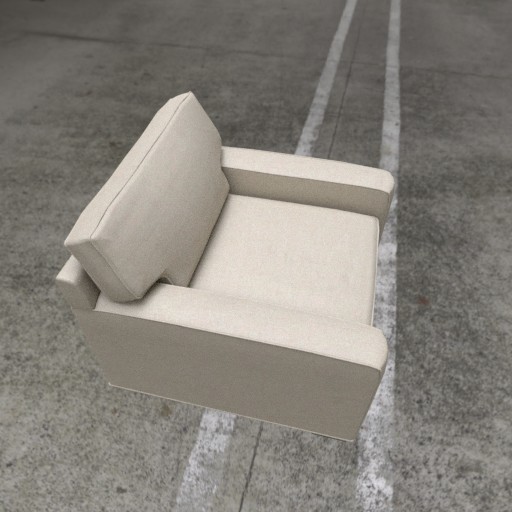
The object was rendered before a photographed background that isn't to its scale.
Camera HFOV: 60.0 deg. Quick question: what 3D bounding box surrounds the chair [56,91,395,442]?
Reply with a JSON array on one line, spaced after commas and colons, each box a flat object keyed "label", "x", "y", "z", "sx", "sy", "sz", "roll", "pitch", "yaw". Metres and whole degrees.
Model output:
[{"label": "chair", "x": 0.000, "y": 0.000, "z": 1.809, "sx": 1.043, "sy": 0.913, "sz": 0.998, "roll": 10, "pitch": 48, "yaw": 9}]
